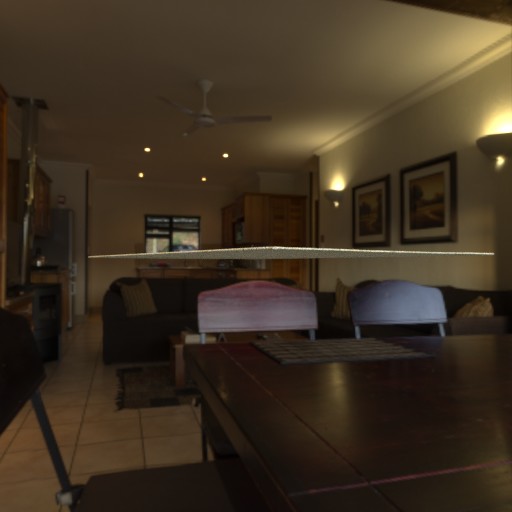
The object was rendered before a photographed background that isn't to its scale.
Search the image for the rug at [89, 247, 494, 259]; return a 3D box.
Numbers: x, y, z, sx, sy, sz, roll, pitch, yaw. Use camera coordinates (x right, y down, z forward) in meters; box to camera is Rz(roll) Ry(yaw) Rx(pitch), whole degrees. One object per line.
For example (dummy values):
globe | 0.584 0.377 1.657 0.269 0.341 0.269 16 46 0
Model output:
rug | 0.000 0.000 2.180 1.143 0.010 1.758 1 -1 -36
